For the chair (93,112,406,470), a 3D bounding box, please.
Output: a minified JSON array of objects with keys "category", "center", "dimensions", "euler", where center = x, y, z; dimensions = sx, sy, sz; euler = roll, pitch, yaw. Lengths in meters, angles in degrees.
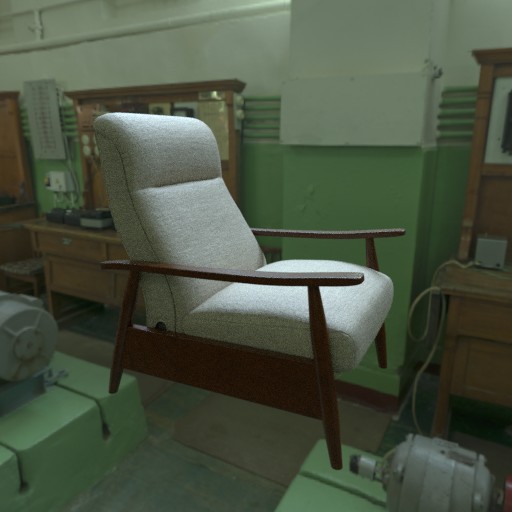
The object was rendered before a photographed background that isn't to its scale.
[{"category":"chair","center":[0.000,0.000,1.752],"dimensions":[1.014,1.082,0.762],"euler":[7,17,26]}]
